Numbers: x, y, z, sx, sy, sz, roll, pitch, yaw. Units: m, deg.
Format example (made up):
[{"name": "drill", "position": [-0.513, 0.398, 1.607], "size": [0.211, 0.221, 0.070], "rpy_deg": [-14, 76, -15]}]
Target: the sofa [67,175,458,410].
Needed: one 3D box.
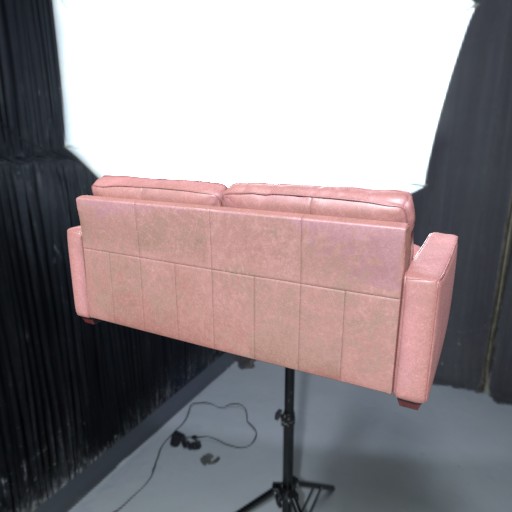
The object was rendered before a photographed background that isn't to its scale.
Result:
[{"name": "sofa", "position": [0.000, 0.000, 2.551], "size": [2.080, 0.919, 0.940], "rpy_deg": [8, 17, 27]}]
